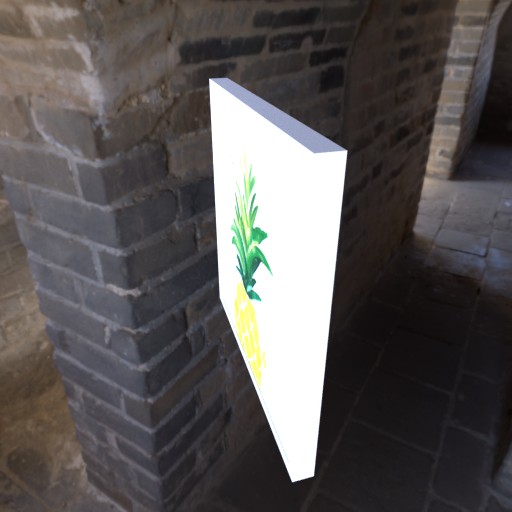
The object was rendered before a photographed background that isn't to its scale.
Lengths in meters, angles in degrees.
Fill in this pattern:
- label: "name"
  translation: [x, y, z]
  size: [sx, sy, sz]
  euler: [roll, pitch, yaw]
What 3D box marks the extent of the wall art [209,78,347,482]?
- label: "wall art"
  translation: [0.000, 0.000, 0.764]
  size: [0.035, 0.507, 0.508]
  euler: [-8, 31, -14]
